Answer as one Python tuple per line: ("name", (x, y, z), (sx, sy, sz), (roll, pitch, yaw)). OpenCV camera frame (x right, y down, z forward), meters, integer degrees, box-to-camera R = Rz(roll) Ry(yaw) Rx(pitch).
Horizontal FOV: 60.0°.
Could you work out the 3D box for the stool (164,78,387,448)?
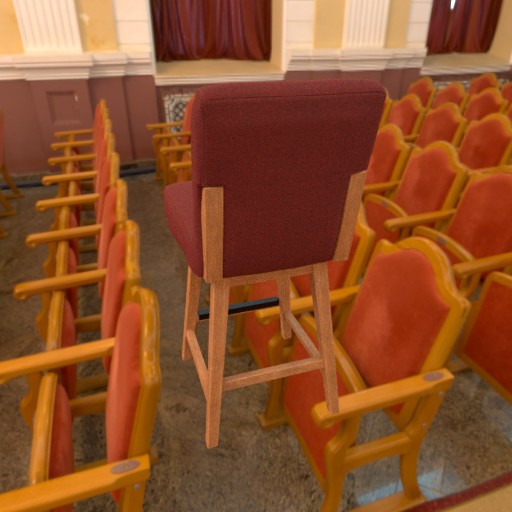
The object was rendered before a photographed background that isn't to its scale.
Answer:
("stool", (0.000, 0.000, 1.336), (0.468, 1.038, 0.562), (-9, 29, -16))
